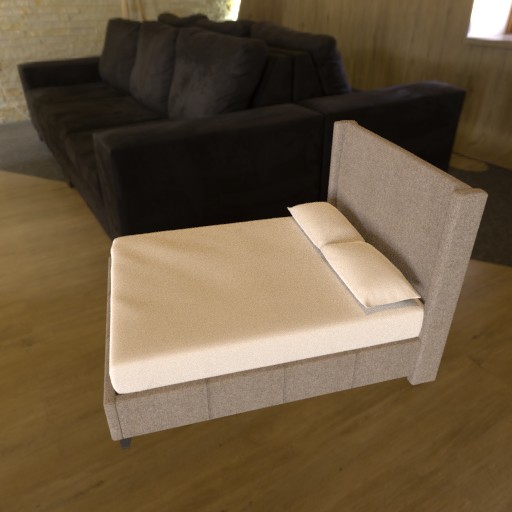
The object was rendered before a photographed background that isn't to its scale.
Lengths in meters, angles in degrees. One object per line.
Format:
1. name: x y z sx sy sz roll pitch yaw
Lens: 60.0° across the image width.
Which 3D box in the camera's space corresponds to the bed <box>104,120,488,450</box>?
1. bed: 0.000 0.000 3.299 2.245 1.476 1.714 -8 32 -13
